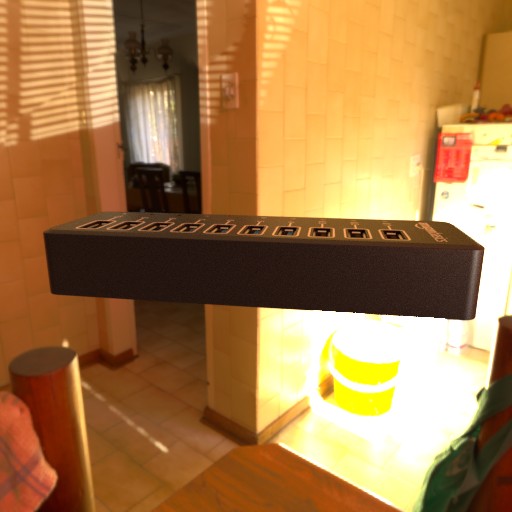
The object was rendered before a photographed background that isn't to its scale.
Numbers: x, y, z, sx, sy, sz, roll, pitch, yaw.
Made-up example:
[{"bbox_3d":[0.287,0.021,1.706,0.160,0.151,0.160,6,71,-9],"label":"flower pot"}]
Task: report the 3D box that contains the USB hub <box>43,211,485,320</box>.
[{"bbox_3d":[0.000,0.000,0.164,0.145,0.023,0.044,3,15,9],"label":"USB hub"}]
